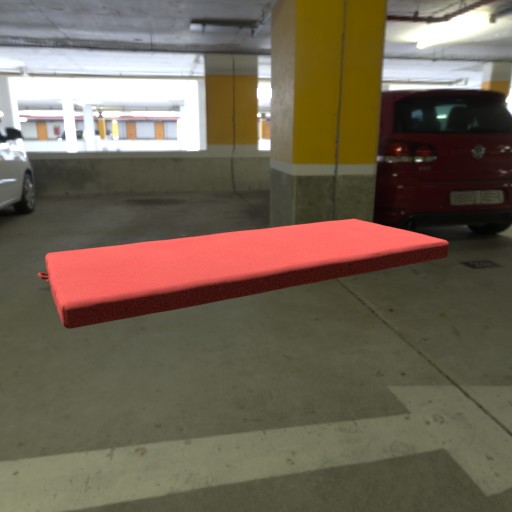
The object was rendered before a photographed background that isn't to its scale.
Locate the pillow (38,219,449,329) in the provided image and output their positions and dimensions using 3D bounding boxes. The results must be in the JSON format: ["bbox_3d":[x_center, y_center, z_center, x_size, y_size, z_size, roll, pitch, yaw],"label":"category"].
[{"bbox_3d":[0.000,0.000,1.350,1.187,0.081,0.492,-8,17,-28],"label":"pillow"}]
